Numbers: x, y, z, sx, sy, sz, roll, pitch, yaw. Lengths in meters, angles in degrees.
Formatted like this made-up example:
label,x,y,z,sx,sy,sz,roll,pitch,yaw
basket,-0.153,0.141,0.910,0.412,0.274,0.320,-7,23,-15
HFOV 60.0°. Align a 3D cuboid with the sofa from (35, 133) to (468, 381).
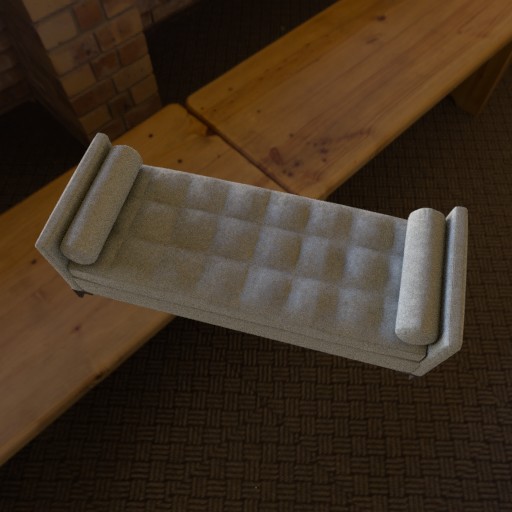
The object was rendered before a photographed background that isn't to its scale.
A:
label,x,y,z,sx,sy,sz,roll,pitch,yaw
sofa,0.000,0.000,2.526,2.102,0.657,0.797,13,63,7
